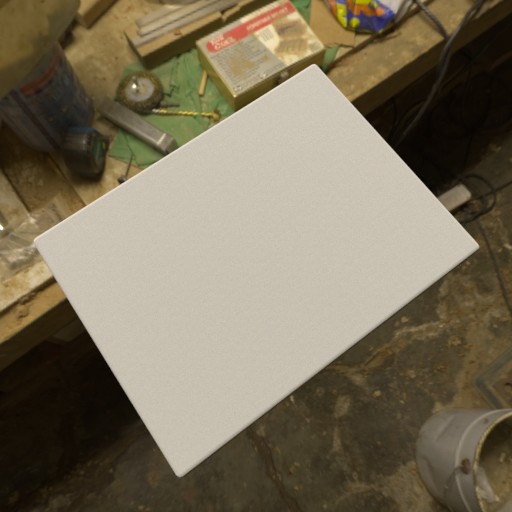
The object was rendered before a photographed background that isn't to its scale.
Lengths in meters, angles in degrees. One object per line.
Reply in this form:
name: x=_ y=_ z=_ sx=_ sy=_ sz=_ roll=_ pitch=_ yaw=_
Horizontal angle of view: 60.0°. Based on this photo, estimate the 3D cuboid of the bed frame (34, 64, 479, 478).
bed frame: x=0.000 y=0.000 z=3.519 sx=2.635 sy=0.680 sz=1.990 roll=-35 pitch=77 yaw=-9
